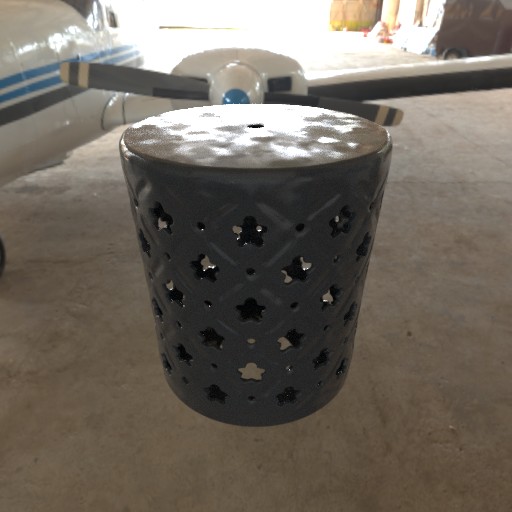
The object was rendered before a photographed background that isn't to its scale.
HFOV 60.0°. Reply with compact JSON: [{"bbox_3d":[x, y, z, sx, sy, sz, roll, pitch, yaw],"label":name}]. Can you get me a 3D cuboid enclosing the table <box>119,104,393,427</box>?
[{"bbox_3d":[0.000,0.000,0.672,0.352,0.387,0.352,0,29,0],"label":"table"}]
